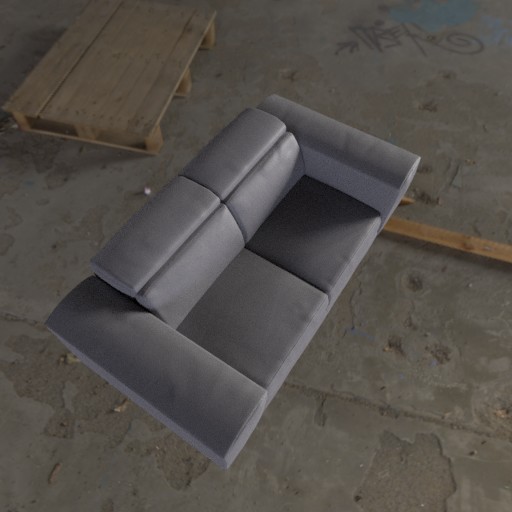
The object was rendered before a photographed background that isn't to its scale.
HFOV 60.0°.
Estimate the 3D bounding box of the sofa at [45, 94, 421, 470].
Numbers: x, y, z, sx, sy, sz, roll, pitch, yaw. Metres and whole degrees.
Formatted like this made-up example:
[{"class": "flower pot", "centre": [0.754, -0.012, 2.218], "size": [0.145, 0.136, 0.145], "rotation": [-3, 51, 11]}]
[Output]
[{"class": "sofa", "centre": [0.000, 0.000, 2.396], "size": [1.003, 0.779, 1.895], "rotation": [30, 62, 17]}]
